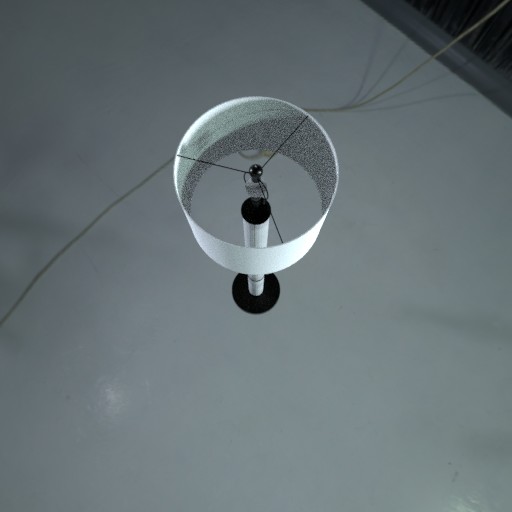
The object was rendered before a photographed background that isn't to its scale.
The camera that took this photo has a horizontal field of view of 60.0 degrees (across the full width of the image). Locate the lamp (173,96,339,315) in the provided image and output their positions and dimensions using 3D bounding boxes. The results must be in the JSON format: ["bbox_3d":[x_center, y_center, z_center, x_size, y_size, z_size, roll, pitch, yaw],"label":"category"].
[{"bbox_3d":[0.000,0.000,1.771,0.377,1.599,0.377,40,79,9],"label":"lamp"}]
